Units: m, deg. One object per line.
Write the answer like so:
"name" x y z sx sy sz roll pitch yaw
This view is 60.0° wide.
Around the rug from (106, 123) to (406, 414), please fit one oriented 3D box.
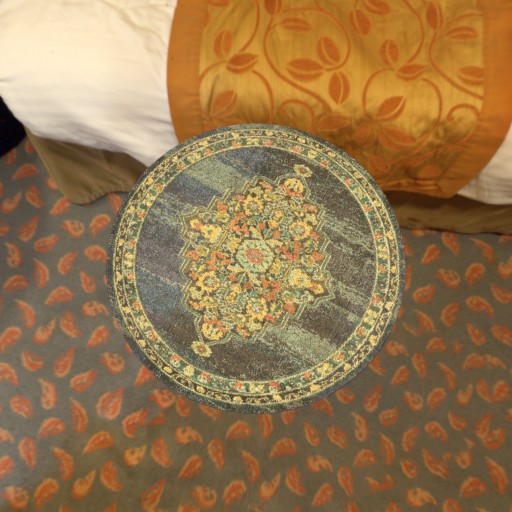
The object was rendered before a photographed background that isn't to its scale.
"rug" 0.000 0.000 3.541 2.386 0.014 2.386 0 75 0
